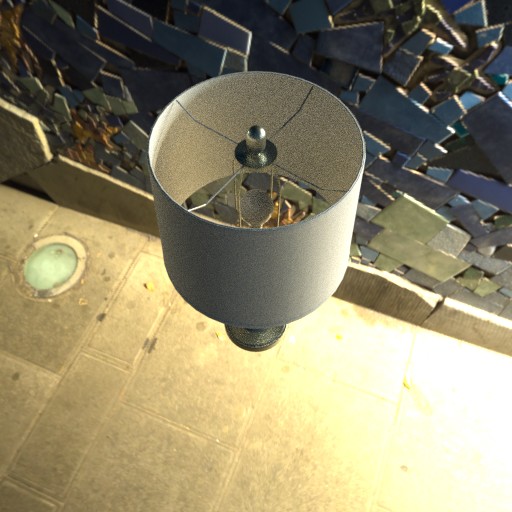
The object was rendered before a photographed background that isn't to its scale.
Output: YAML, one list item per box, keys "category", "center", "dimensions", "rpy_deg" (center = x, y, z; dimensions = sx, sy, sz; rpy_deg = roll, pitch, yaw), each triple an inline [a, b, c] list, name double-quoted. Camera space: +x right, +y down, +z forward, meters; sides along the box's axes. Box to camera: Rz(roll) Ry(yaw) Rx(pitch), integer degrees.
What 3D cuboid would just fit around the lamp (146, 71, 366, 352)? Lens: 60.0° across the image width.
- category: "lamp"
  center: [0.000, 0.000, 0.967]
  dimensions: [0.383, 0.733, 0.383]
  rpy_deg: [0, 59, 0]
